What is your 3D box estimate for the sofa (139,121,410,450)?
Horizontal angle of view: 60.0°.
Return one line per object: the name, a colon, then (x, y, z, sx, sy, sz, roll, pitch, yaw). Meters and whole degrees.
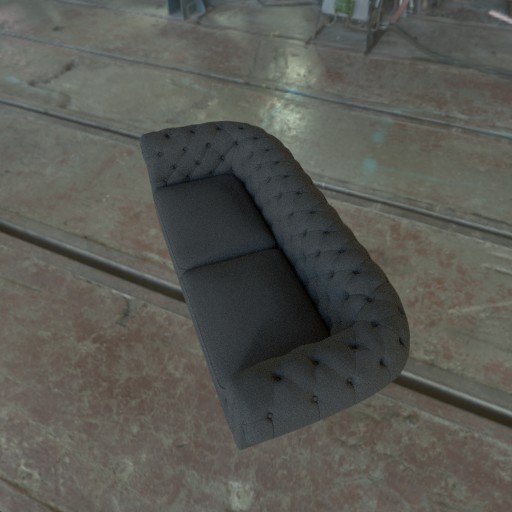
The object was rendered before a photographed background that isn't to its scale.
sofa: (0.000, 0.000, 2.814, 0.991, 0.762, 2.362, -15, 48, -14)
